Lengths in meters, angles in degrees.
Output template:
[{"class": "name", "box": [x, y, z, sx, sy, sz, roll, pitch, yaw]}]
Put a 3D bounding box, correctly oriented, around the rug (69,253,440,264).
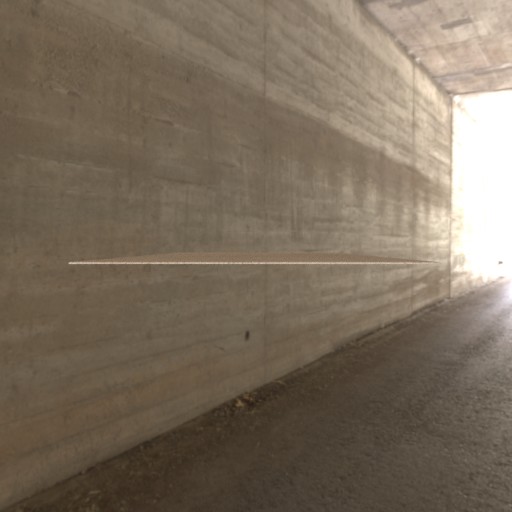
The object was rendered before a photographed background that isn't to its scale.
[{"class": "rug", "box": [0.000, 0.000, 3.031, 1.524, 0.008, 2.440, 0, 1, 0]}]
